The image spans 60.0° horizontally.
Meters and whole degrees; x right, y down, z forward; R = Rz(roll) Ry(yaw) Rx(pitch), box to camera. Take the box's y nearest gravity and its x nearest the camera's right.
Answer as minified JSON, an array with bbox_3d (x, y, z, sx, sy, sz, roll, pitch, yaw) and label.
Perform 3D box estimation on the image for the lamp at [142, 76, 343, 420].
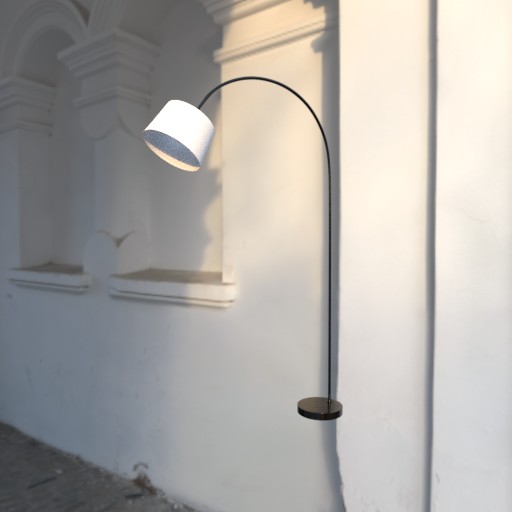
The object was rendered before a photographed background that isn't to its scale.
[{"bbox_3d":[0.000,0.000,2.615,1.363,2.104,0.331,-1,2,-37],"label":"lamp"}]
